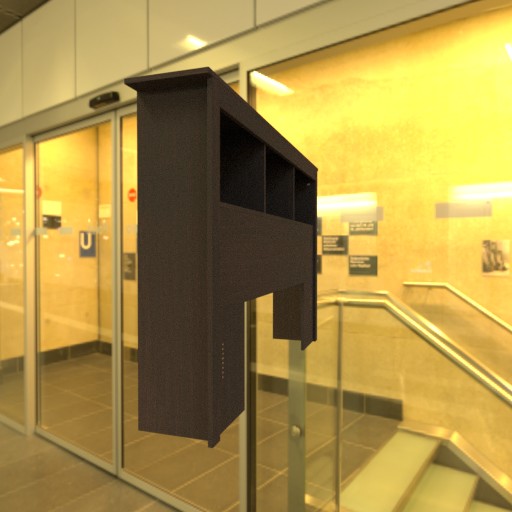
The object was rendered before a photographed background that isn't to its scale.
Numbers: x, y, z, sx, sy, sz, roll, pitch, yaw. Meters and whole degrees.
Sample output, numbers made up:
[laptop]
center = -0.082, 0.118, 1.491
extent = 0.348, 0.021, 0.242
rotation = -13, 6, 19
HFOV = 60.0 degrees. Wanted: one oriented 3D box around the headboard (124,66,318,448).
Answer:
[headboard]
center = 0.000, 0.000, 2.091
extent = 0.279, 1.092, 1.671
rotation = 0, 1, 18
